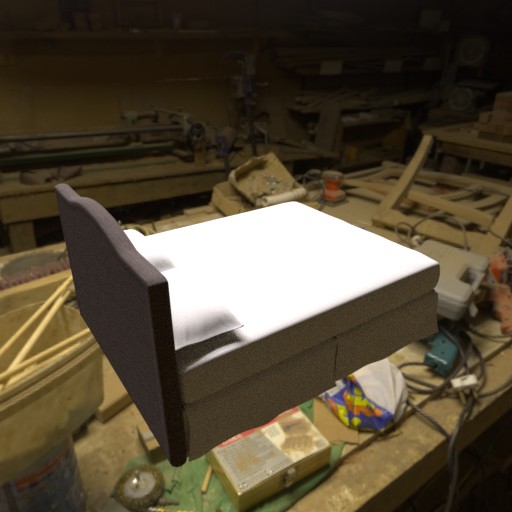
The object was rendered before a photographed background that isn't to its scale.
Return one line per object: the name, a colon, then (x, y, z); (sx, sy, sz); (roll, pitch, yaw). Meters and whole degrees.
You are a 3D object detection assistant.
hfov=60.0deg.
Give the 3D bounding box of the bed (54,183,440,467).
bed: (0.000, 0.000, 3.895); (2.689, 1.457, 2.161); (-17, 31, -31)
